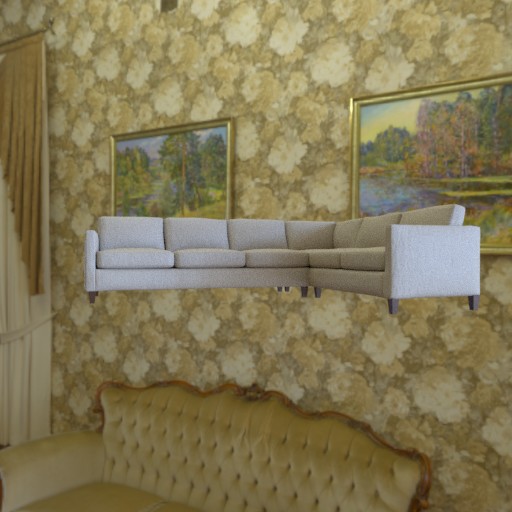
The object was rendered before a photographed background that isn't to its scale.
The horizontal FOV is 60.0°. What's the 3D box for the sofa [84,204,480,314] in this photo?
[{"bbox_3d":[0.000,0.000,4.497,3.333,0.934,2.522,0,0,-17],"label":"sofa"}]
